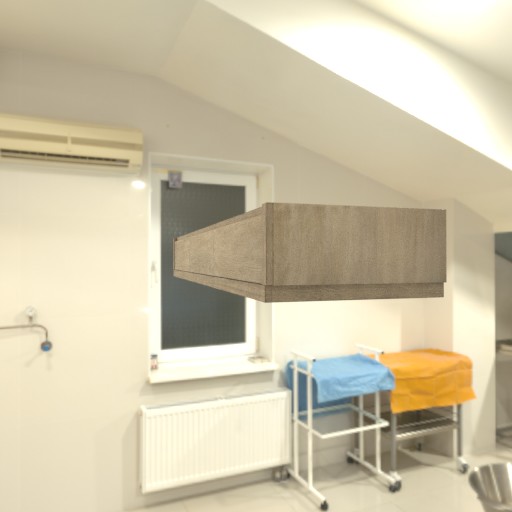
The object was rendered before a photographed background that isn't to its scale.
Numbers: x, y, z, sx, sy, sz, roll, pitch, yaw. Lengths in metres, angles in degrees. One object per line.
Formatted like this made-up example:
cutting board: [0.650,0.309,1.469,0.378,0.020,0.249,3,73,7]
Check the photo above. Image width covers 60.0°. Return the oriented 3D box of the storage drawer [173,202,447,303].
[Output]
storage drawer: [0.000,0.000,2.277,0.591,0.274,2.072,0,-1,-17]
